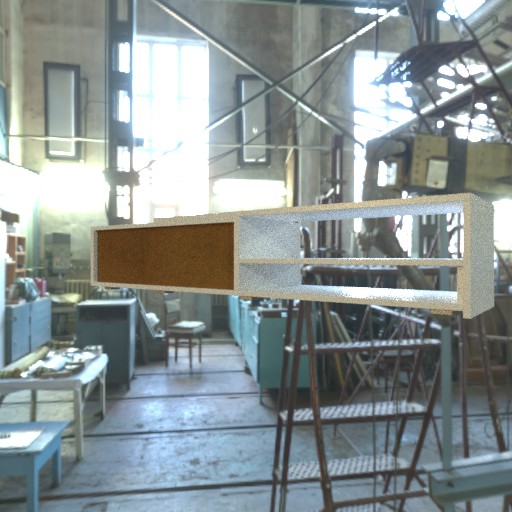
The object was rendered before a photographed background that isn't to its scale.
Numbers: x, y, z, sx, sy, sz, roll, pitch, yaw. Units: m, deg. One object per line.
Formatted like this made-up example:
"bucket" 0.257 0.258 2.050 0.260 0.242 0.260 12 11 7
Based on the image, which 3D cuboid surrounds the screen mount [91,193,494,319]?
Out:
"screen mount" 0.000 0.000 1.796 1.680 0.320 0.420 0 0 37
